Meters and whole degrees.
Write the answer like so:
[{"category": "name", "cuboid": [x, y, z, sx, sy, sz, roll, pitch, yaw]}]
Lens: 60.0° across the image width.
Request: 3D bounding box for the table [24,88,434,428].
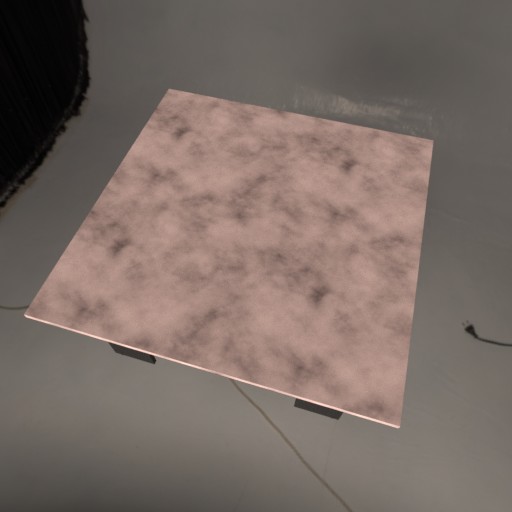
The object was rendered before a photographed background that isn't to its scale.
[{"category": "table", "cuboid": [0.000, 0.000, 1.045, 0.670, 0.305, 0.670, 14, 58, 9]}]
